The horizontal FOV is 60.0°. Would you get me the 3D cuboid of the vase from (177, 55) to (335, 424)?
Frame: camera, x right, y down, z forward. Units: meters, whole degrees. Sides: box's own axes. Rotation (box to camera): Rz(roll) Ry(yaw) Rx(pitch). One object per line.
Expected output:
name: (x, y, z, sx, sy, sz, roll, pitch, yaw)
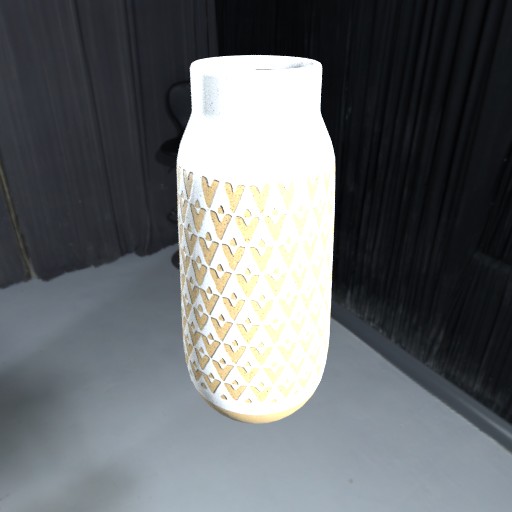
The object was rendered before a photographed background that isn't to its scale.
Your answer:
vase: (0.000, 0.000, 0.381, 0.137, 0.307, 0.137, 0, 30, 0)
